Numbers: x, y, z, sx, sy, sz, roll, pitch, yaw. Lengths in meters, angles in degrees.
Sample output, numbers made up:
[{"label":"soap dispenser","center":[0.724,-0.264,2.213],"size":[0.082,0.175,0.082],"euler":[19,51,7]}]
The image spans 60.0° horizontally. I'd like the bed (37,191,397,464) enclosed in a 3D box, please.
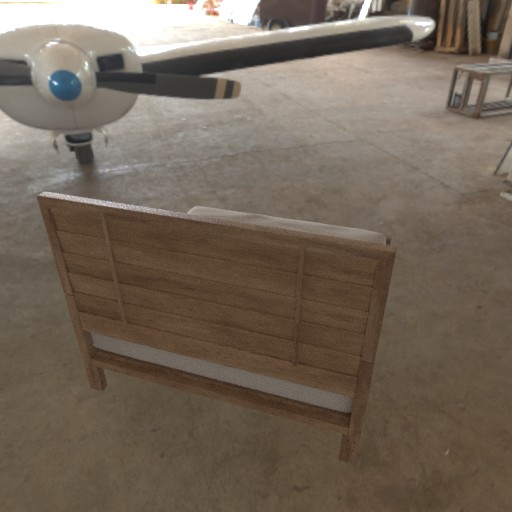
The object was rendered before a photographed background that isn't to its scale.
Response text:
[{"label":"bed","center":[0.000,0.000,3.557],"size":[2.032,1.626,2.032],"euler":[10,33,16]}]
